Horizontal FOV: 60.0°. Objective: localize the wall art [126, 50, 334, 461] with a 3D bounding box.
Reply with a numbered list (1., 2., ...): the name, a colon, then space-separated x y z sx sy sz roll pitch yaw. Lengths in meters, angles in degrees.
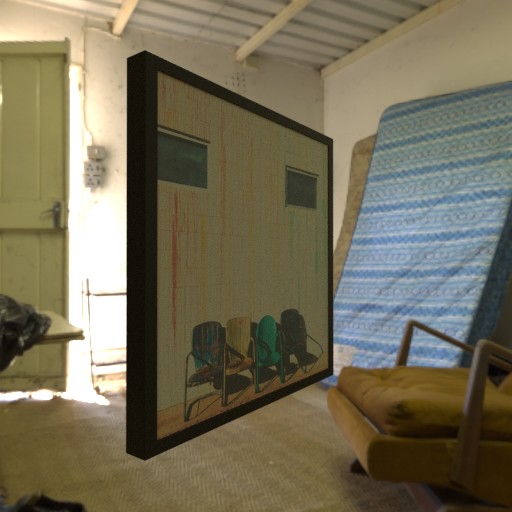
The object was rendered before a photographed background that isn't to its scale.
1. wall art: 0.000 0.000 0.759 0.037 0.506 0.506 0 -1 37
